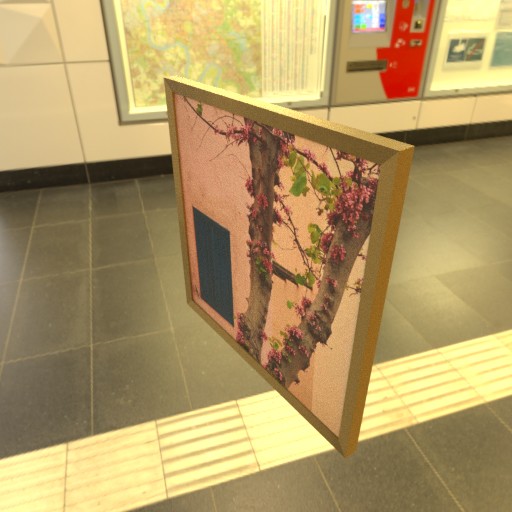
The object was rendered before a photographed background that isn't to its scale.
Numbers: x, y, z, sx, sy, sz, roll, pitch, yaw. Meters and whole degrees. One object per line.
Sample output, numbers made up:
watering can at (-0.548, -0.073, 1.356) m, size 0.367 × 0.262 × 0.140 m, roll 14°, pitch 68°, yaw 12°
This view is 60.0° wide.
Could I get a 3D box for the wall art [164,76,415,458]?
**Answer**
wall art at (0.000, 0.000, 1.137) m, size 0.038 × 0.762 × 0.762 m, roll -22°, pitch 38°, yaw -31°
